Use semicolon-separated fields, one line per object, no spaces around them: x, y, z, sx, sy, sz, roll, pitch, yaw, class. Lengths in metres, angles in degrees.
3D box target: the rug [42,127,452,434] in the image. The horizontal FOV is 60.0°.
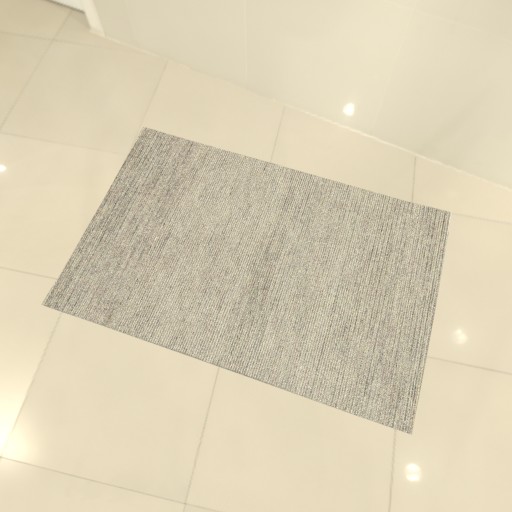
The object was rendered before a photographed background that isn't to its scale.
0.000;0.000;2.239;1.804;0.022;1.162;17;66;8;rug
